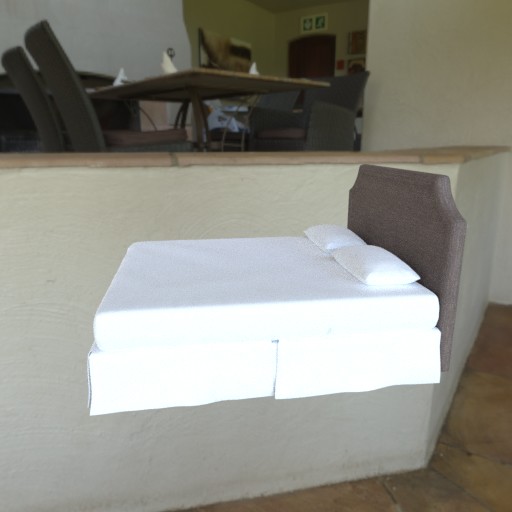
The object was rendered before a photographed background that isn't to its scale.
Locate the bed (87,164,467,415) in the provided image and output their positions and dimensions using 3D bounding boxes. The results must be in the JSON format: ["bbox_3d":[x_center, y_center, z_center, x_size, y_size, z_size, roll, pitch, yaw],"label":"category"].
[{"bbox_3d":[0.000,0.000,4.166,2.773,1.590,2.350,-2,15,-8],"label":"bed"}]
